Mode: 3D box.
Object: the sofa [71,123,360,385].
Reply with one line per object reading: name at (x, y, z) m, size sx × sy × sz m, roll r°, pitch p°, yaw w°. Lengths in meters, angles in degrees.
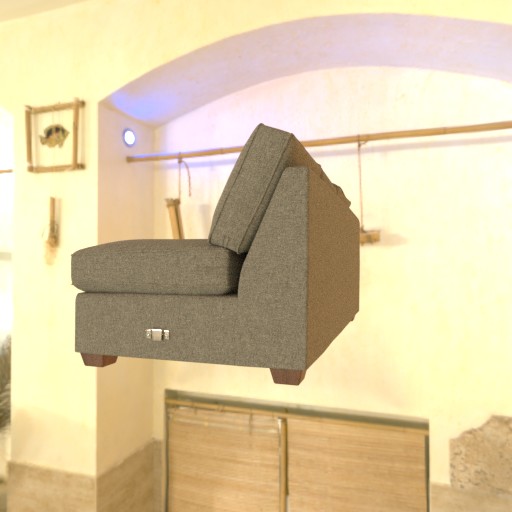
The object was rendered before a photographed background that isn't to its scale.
sofa at (0.000, 0.000, 2.602) m, size 1.034 × 0.946 × 1.963 m, roll 0°, pitch -1°, yaw 18°
